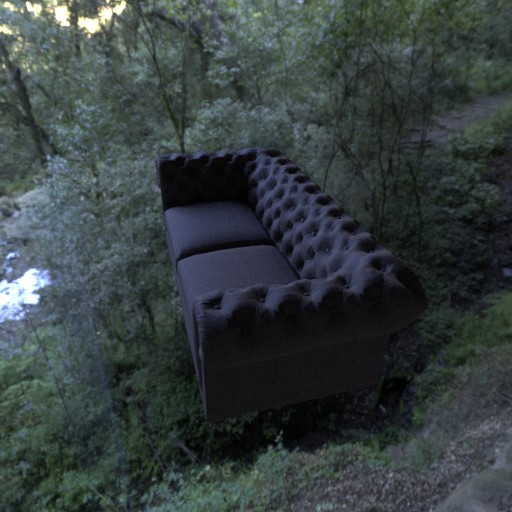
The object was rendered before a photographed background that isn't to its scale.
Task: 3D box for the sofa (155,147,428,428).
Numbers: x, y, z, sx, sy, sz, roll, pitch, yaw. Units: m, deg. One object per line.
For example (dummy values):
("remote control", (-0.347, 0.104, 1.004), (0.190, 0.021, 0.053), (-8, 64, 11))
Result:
("sofa", (0.000, 0.000, 2.583), (0.944, 0.780, 2.048), (-8, 31, -13))
